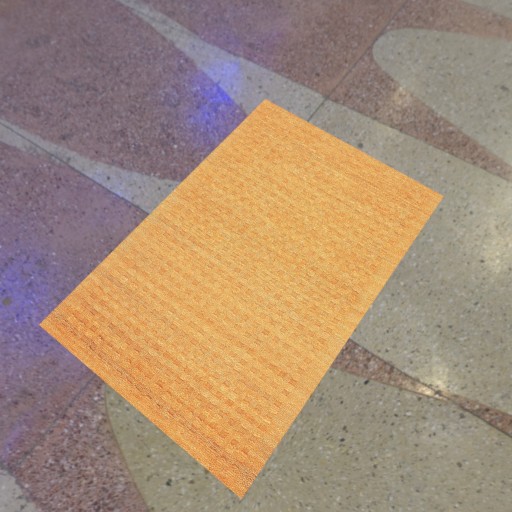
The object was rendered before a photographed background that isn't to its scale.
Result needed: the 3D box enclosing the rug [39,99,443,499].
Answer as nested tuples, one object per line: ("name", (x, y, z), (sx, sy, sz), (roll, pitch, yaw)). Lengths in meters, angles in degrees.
("rug", (0.000, 0.000, 2.852), (1.524, 0.006, 2.285), (34, 68, 16))
